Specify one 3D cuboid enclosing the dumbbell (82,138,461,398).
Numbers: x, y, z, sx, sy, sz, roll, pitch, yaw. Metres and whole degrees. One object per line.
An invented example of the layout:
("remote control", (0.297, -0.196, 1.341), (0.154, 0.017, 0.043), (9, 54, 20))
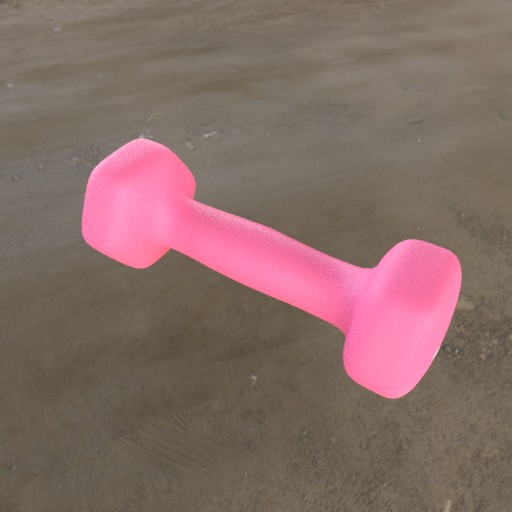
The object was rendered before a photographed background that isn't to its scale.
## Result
("dumbbell", (0.000, 0.000, 0.175), (0.146, 0.053, 0.058), (24, 51, 21))
